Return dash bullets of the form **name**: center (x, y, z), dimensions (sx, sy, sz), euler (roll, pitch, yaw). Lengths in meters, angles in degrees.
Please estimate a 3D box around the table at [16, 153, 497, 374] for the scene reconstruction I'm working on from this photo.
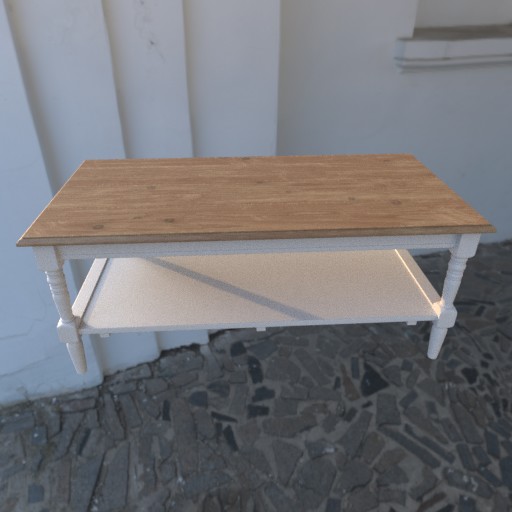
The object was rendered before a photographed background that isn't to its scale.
- **table**: center (0.000, 0.000, 1.377), dimensions (1.118, 0.458, 0.559), euler (-2, 31, -3)
